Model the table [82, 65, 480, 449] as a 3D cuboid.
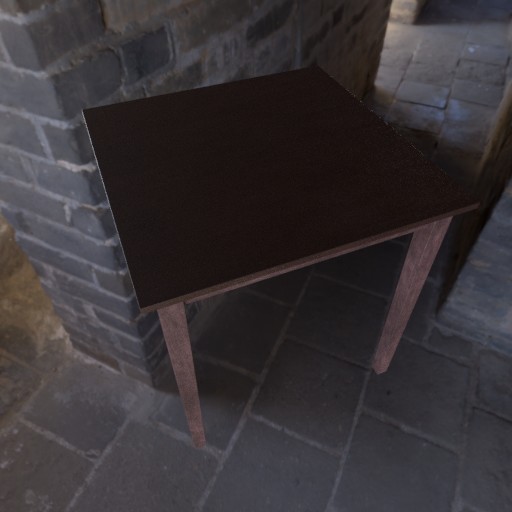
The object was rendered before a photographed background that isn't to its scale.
[{"bbox_3d":[0.000,0.000,1.385,0.749,0.770,0.749,-17,49,-15],"label":"table"}]
